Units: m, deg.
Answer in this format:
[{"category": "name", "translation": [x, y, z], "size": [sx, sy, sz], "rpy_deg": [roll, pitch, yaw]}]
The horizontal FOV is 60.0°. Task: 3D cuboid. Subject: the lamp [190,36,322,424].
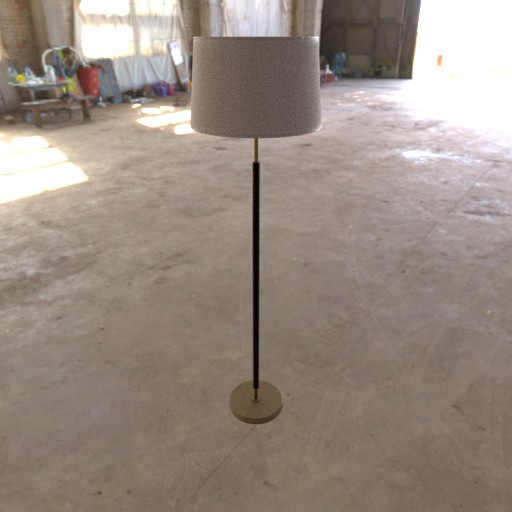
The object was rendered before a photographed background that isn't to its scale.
[{"category": "lamp", "translation": [0.000, 0.000, 1.633], "size": [0.420, 1.447, 0.420], "rpy_deg": [0, 26, 0]}]
